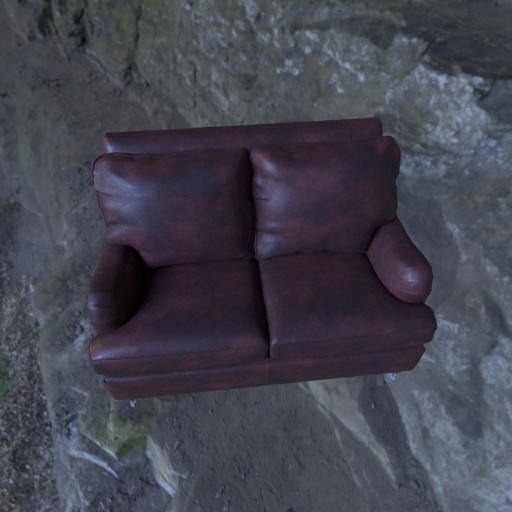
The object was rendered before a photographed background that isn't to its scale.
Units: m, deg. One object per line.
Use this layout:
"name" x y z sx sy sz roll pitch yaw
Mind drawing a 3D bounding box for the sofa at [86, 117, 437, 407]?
"sofa" 0.000 0.000 2.356 1.628 1.070 1.148 -5 47 -4
